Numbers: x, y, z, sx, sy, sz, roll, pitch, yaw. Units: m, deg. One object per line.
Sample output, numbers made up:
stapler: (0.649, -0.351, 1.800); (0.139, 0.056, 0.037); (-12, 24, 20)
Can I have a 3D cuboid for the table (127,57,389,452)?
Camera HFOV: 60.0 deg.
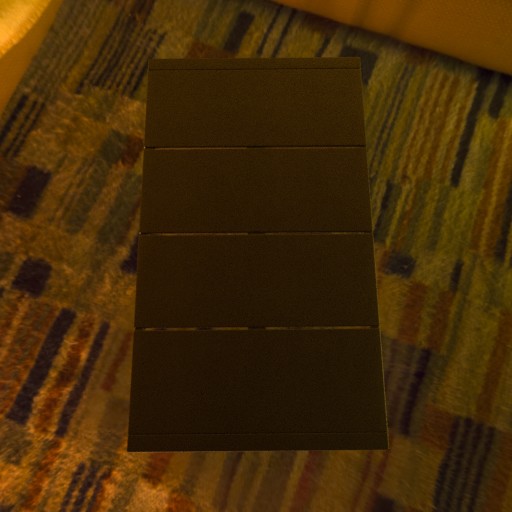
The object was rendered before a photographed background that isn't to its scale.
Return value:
table: (0.000, 0.000, 1.276); (0.559, 0.460, 0.965); (0, 76, 0)
